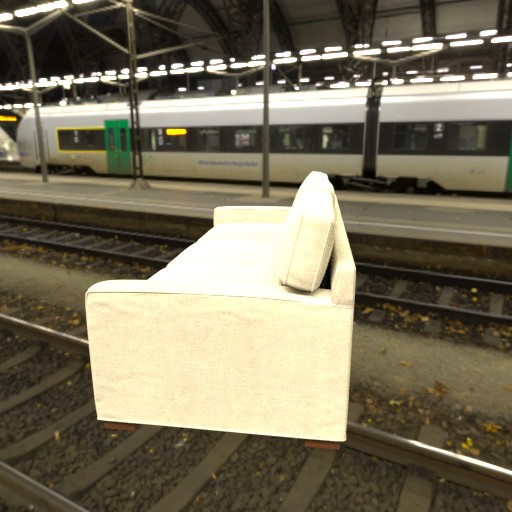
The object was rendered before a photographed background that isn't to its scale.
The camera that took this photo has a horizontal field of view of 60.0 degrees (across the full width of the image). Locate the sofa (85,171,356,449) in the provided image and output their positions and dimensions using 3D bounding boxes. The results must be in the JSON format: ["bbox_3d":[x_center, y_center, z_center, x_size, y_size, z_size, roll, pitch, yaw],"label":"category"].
[{"bbox_3d":[0.000,0.000,2.507,0.936,0.862,2.093,2,15,8],"label":"sofa"}]
